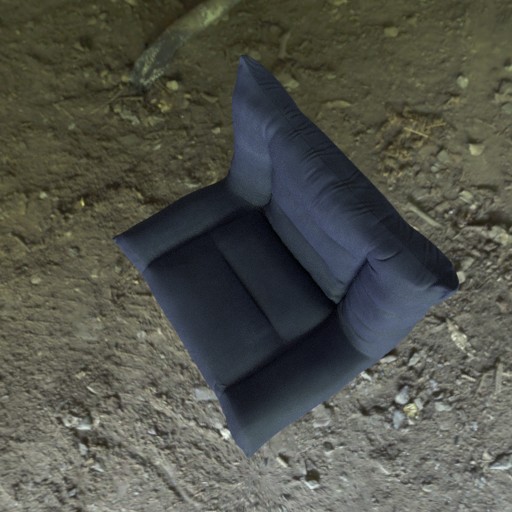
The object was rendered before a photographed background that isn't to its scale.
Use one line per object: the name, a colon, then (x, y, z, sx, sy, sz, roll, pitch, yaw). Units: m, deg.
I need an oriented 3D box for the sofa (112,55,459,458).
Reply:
sofa: (0.000, 0.000, 1.689, 0.849, 0.778, 1.122, -31, 68, -14)
